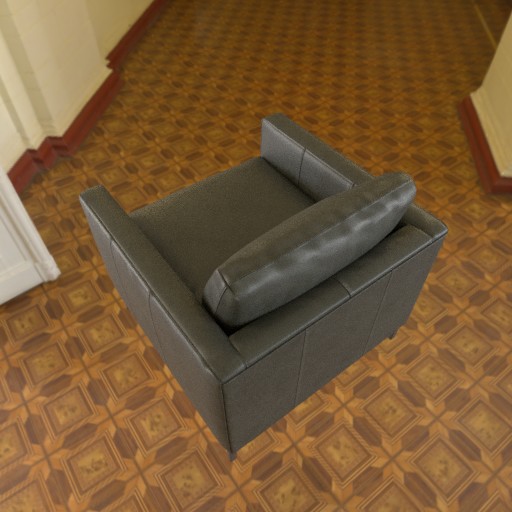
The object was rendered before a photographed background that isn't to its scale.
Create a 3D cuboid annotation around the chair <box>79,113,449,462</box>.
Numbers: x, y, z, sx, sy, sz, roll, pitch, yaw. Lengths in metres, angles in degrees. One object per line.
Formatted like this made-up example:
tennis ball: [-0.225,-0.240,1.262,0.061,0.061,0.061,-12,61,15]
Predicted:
chair: [0.000,0.000,1.537,0.967,0.824,0.861,-29,54,-24]
